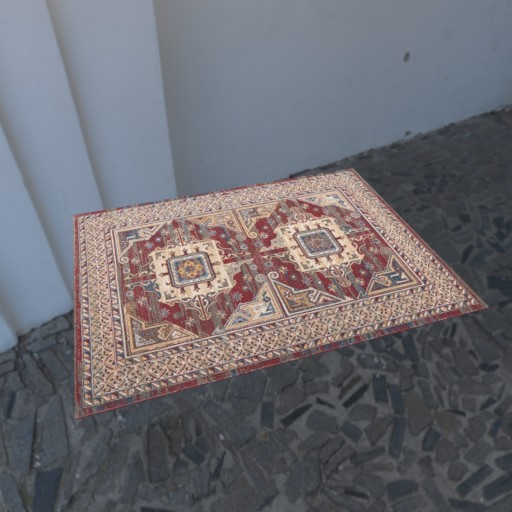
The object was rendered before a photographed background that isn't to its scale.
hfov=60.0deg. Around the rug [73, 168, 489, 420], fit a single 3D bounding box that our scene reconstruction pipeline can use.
[{"bbox_3d":[0.000,0.000,4.078,3.197,0.013,2.381,-12,42,-13],"label":"rug"}]
